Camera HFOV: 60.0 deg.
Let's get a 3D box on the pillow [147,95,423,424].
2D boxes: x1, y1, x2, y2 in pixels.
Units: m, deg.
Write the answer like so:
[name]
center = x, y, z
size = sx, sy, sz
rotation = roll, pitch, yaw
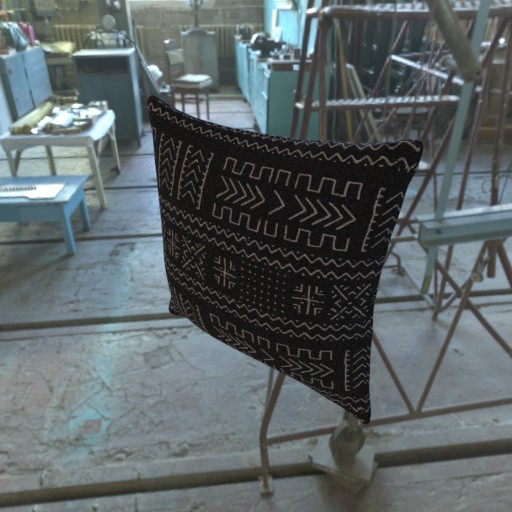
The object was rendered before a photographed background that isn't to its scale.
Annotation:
[pillow]
center = 0.000, 0.000, 0.677
size = 0.438, 0.430, 0.164
rotation = 22, 37, 32
